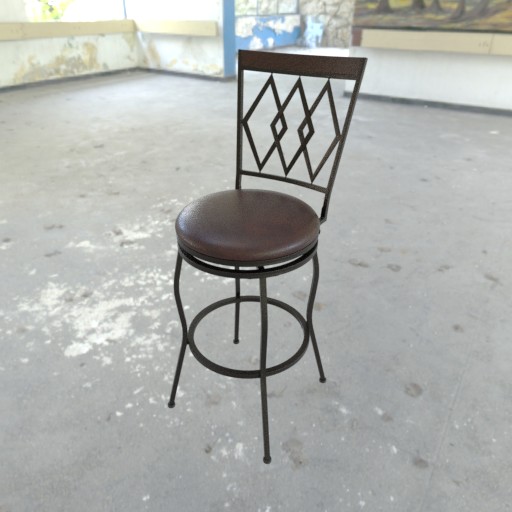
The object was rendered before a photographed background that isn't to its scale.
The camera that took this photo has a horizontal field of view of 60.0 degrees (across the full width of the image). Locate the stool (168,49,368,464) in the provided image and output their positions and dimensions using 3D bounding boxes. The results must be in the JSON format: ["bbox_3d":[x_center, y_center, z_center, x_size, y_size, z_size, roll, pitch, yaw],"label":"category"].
[{"bbox_3d":[0.000,0.000,1.398,0.432,1.134,0.521,18,35,28],"label":"stool"}]
